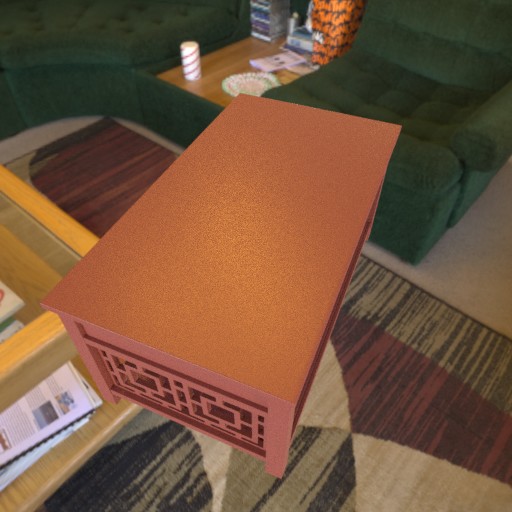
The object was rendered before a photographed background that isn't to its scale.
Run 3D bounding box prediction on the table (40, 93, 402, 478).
[{"bbox_3d":[0.000,0.000,1.416,0.612,0.493,1.068,17,49,16],"label":"table"}]
